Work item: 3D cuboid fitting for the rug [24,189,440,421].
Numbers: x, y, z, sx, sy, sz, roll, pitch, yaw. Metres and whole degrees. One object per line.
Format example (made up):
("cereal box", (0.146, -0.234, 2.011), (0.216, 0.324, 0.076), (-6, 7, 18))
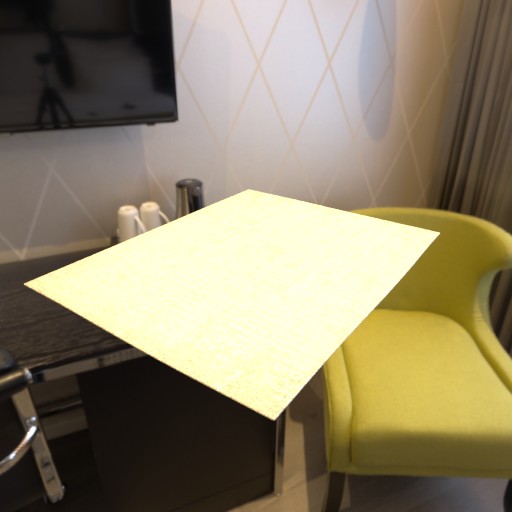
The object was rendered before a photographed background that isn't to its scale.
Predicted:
("rug", (0.000, 0.000, 4.052), (2.447, 0.014, 3.061), (18, 31, 32))
